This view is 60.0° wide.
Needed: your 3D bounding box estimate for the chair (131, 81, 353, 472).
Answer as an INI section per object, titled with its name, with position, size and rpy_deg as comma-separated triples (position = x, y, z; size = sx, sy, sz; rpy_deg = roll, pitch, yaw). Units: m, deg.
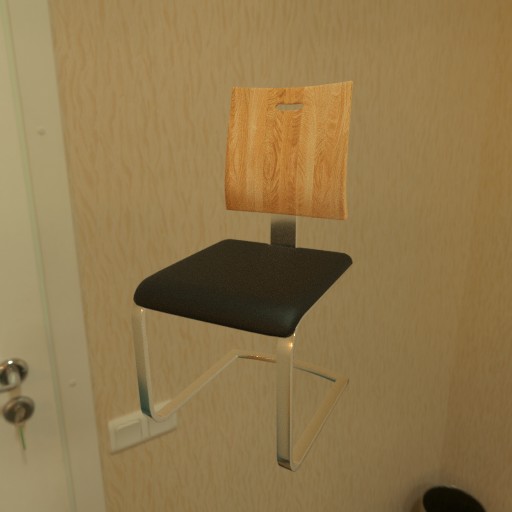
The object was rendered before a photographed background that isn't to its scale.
[chair]
position = 0.000, 0.000, 1.240
size = 0.462, 0.936, 0.560
rpy_deg = 8, 18, 26
